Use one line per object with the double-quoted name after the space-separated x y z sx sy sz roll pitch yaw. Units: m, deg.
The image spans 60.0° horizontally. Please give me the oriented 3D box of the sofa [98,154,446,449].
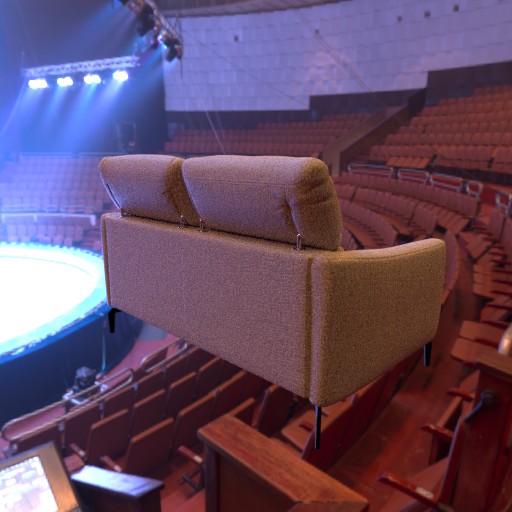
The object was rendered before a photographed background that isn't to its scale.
0.000 0.000 2.129 1.540 0.950 0.905 12 18 43 "sofa"
